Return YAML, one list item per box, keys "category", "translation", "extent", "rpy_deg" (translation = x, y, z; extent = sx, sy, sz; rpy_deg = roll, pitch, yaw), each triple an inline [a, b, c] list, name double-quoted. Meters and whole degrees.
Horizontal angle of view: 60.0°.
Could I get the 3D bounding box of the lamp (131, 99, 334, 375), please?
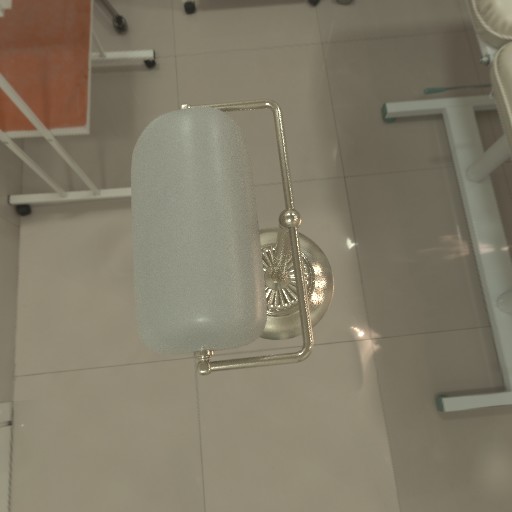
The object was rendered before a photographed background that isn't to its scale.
- category: "lamp"
  translation: [0.000, 0.000, 0.528]
  extent: [0.243, 0.339, 0.264]
  rpy_deg: [-6, 75, -2]
